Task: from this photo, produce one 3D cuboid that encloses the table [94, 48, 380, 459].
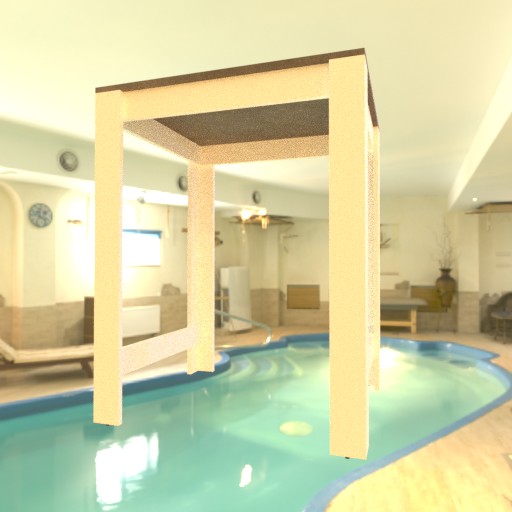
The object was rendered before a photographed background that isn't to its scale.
[{"bbox_3d":[0.000,0.000,1.549,0.800,1.020,0.700,0,-1,18],"label":"table"}]
